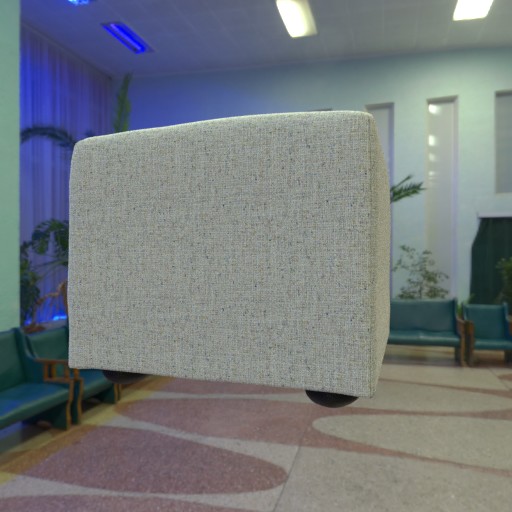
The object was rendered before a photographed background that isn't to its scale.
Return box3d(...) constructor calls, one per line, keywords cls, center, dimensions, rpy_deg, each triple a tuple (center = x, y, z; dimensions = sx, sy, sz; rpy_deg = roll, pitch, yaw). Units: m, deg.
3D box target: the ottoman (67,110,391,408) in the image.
box3d(cls="ottoman", center=(0.000, 0.000, 0.908), dimensions=(0.512, 0.453, 0.521), rpy_deg=(0, 0, 19))
